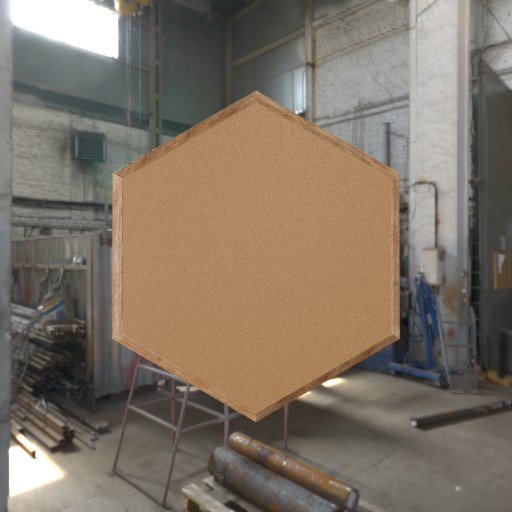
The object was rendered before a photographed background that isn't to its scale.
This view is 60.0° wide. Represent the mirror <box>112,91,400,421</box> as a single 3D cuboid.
[{"bbox_3d":[0.000,0.000,1.081,0.675,0.779,0.091,0,0,0],"label":"mirror"}]
